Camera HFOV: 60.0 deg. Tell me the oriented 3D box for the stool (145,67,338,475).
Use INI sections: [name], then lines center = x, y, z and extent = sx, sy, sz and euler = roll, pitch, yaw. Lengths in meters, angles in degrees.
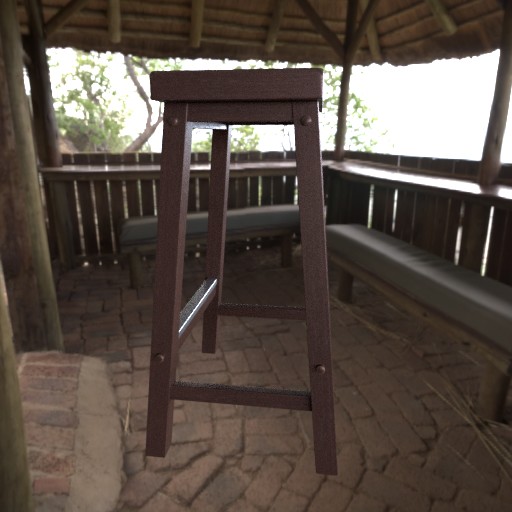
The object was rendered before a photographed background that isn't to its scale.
[stool]
center = 0.000, 0.000, 0.843
extent = 0.322, 0.610, 0.406
euler = 2, 16, 8
